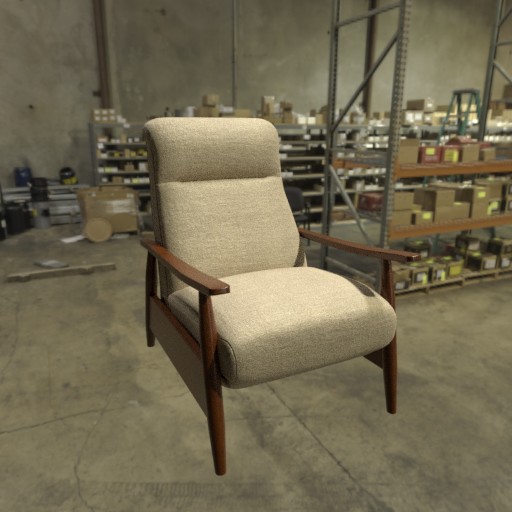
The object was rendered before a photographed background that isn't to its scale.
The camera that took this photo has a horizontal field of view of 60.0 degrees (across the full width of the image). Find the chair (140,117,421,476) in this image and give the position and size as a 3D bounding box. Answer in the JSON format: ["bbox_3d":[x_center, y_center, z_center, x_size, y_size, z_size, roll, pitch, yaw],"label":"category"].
[{"bbox_3d":[0.000,0.000,1.791,0.762,1.082,1.014,-8,18,-25],"label":"chair"}]
